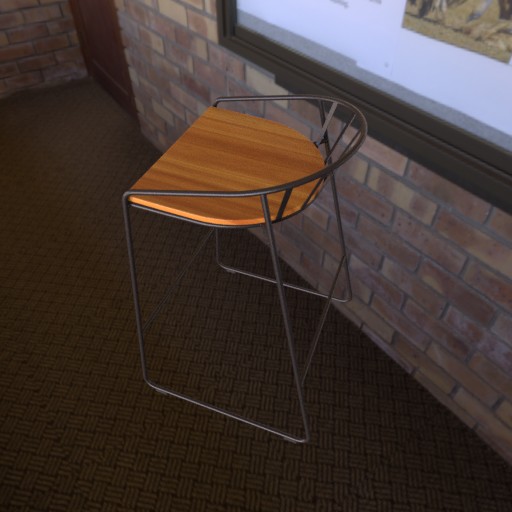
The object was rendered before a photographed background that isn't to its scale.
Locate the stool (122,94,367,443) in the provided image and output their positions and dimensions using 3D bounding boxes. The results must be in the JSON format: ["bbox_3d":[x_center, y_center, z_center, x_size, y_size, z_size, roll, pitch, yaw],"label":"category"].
[{"bbox_3d":[0.000,0.000,1.187,0.521,0.812,0.546,15,47,15],"label":"stool"}]
